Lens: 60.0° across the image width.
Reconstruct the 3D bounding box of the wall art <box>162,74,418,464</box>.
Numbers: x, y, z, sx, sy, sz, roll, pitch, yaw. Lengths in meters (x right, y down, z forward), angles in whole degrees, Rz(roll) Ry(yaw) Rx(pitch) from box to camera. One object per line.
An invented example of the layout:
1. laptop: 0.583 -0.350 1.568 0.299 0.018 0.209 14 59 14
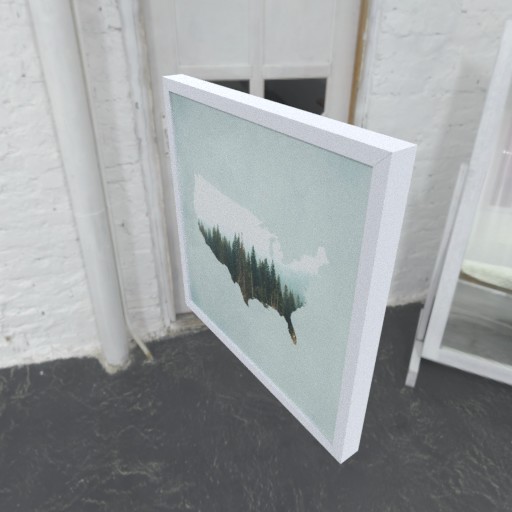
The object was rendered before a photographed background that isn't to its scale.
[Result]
1. wall art: 0.000 0.000 0.755 0.040 0.509 0.509 -21 38 -30
